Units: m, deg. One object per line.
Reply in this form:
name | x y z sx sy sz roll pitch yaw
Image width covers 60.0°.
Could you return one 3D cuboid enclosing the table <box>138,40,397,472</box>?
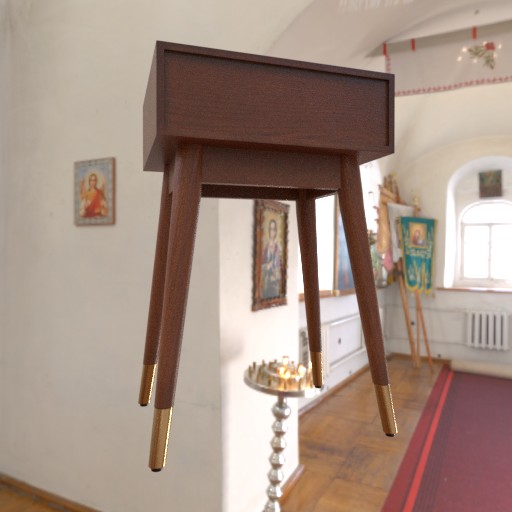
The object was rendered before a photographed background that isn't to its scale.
table | 0.000 0.000 0.813 0.406 0.599 0.300 0 1 -18
